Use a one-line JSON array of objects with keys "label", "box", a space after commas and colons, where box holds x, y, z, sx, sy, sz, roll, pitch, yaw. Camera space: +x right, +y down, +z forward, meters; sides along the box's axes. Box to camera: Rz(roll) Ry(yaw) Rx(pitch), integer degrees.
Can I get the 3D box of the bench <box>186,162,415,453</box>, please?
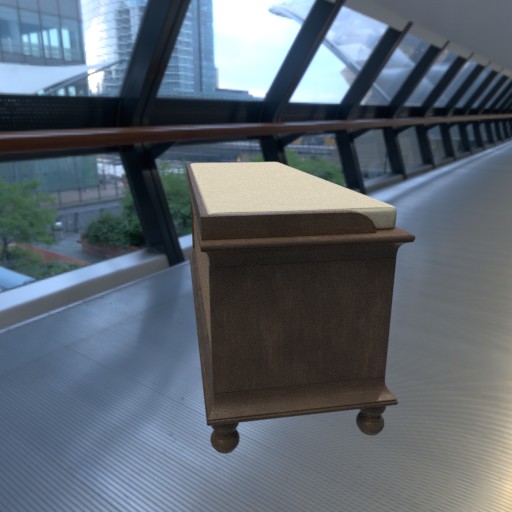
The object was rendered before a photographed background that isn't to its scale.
[{"label": "bench", "box": [0.000, 0.000, 1.415, 0.402, 0.501, 1.185, -3, 17, -9]}]
